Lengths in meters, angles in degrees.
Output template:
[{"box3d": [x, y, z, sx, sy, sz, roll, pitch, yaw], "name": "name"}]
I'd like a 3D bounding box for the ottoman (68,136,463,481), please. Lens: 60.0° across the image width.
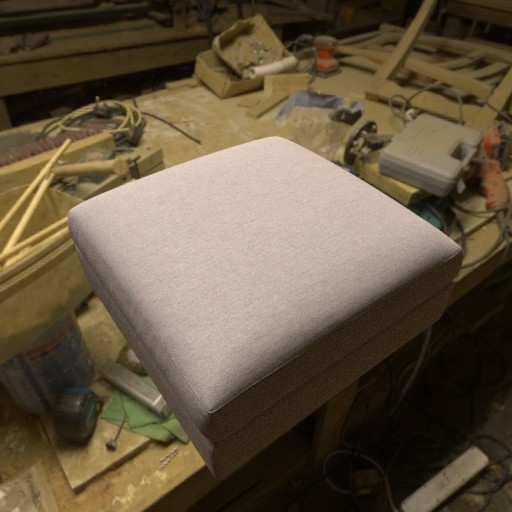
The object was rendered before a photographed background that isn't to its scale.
[{"box3d": [0.000, 0.000, 1.628, 1.041, 0.470, 1.041, -26, 48, -26], "name": "ottoman"}]
